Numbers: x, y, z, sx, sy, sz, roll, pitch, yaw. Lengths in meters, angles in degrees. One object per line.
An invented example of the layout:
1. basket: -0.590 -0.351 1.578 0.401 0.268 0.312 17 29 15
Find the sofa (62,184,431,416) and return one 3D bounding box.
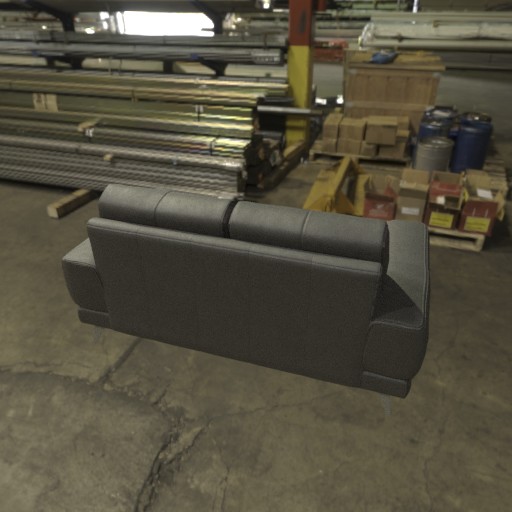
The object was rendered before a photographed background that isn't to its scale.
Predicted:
1. sofa: 0.000 0.000 2.436 1.806 0.907 1.018 10 32 15
